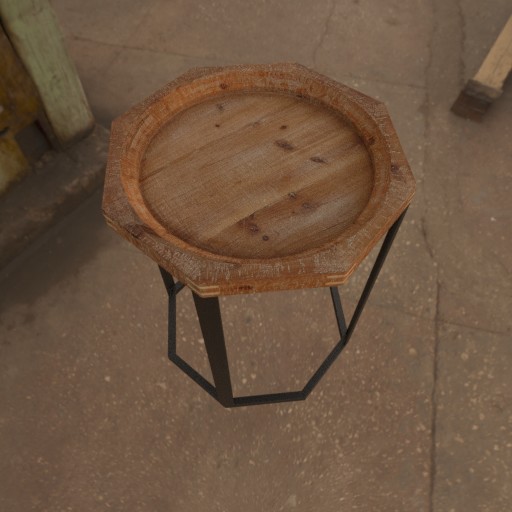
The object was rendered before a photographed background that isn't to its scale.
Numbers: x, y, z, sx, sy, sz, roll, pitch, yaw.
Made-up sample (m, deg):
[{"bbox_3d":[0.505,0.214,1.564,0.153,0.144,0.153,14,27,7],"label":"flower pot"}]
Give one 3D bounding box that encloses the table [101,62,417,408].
[{"bbox_3d":[0.000,0.000,0.864,0.458,0.543,0.458,14,58,9],"label":"table"}]
